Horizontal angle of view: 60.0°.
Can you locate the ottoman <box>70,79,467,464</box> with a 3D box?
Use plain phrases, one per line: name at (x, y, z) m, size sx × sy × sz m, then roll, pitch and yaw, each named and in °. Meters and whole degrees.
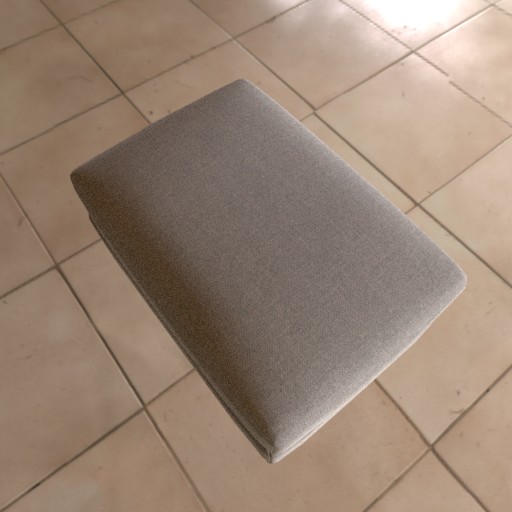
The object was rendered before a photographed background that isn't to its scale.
ottoman at (0.000, 0.000, 1.165) m, size 0.584 × 0.457 × 0.838 m, roll -35°, pitch 68°, yaw -17°
